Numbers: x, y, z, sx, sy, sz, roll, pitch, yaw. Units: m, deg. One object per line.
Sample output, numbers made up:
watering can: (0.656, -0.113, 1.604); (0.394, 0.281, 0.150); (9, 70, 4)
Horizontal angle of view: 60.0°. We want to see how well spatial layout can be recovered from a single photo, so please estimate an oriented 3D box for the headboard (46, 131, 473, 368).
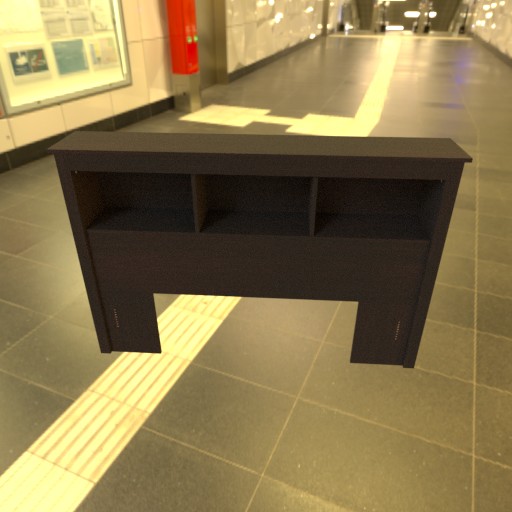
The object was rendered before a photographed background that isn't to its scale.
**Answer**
headboard: (0.000, 0.000, 2.130); (1.671, 1.092, 0.279); (2, 31, 3)
